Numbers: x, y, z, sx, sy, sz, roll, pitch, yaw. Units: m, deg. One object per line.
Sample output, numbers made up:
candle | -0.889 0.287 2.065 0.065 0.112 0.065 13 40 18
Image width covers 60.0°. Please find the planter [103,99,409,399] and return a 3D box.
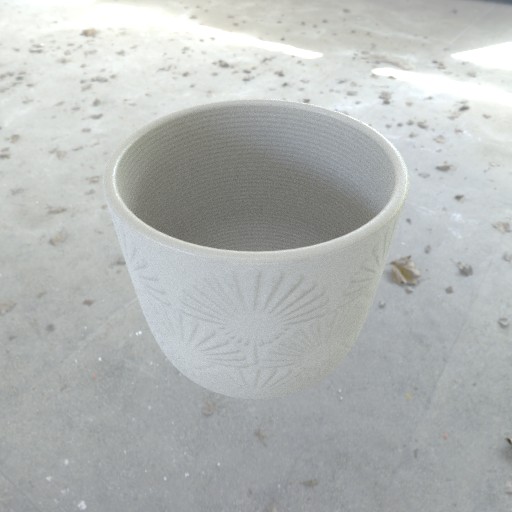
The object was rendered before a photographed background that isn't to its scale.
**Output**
planter | 0.000 0.000 0.220 0.124 0.109 0.124 0 42 0
